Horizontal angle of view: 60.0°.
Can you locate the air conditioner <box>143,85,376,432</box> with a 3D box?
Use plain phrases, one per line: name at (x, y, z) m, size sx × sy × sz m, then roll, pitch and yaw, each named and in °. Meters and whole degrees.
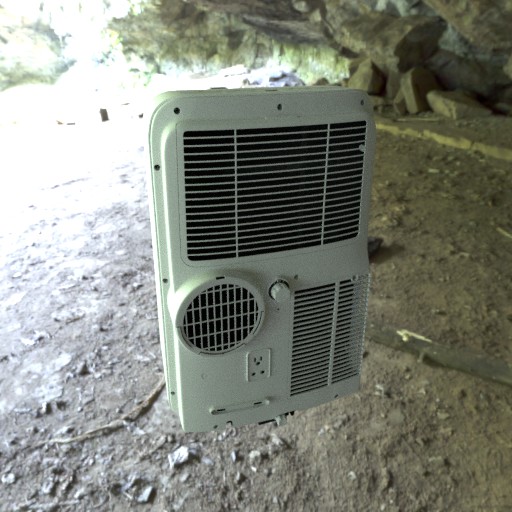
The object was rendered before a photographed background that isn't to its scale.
air conditioner at (0.000, 0.000, 0.975) m, size 0.454 × 0.700 × 0.365 m, roll -8°, pitch 27°, yaw -17°
